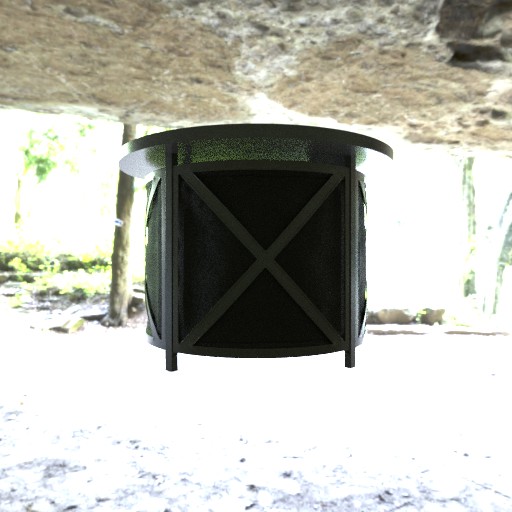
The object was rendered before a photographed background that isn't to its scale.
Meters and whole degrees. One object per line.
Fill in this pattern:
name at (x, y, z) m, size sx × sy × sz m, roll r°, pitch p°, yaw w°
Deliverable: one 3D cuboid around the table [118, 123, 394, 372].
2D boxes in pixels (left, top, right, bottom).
table at (0.000, 0.000, 1.538) m, size 0.914 × 0.650 × 0.914 m, roll 0°, pitch 0°, yaw 0°
